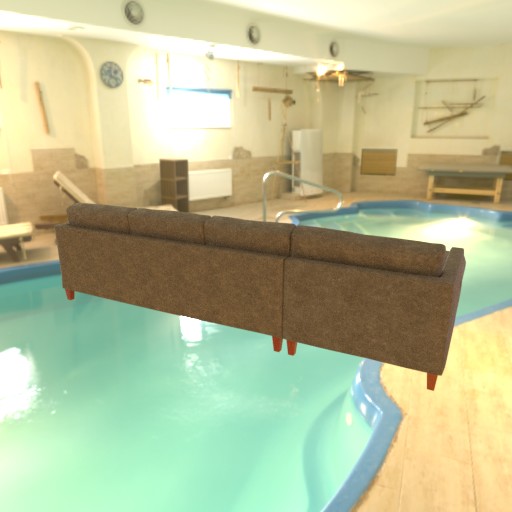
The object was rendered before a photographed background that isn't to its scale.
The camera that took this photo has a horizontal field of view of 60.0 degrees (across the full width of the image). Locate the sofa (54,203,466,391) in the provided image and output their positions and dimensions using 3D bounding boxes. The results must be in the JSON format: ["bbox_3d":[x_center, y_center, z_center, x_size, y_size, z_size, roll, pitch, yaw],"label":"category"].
[{"bbox_3d":[0.000,0.000,4.104,3.471,0.954,1.606,8,18,26],"label":"sofa"}]
